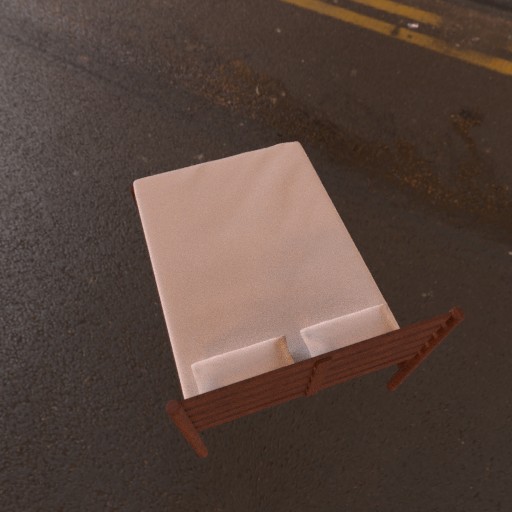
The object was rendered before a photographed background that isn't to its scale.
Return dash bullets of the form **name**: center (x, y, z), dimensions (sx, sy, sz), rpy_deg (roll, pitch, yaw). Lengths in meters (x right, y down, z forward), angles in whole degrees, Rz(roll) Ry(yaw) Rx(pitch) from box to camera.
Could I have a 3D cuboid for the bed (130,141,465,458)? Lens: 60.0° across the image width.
- **bed**: center (0.000, 0.000, 3.128), dimensions (1.509, 1.304, 2.093), rpy_deg (-16, 59, -10)
